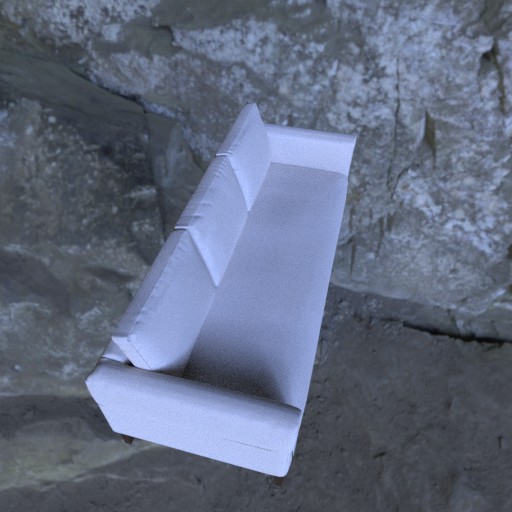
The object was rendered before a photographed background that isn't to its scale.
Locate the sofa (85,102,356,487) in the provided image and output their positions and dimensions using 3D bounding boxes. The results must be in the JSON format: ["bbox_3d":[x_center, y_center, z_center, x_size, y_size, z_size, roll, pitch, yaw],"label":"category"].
[{"bbox_3d":[0.000,0.000,2.620,0.902,0.911,2.198,11,47,10],"label":"sofa"}]
